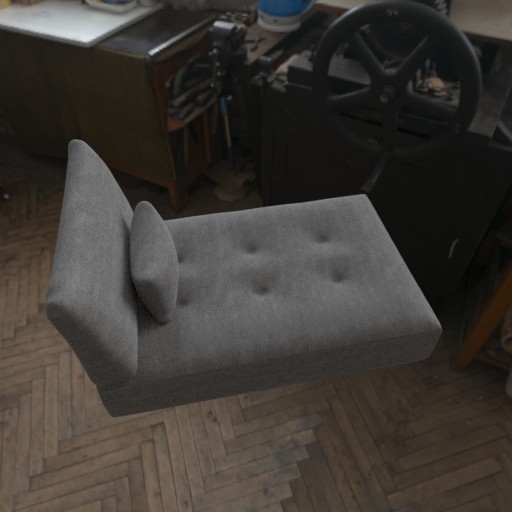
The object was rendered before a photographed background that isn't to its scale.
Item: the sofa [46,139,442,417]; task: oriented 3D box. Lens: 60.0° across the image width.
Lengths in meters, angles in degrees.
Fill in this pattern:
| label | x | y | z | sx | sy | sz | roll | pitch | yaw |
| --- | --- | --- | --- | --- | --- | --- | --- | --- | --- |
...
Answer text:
| label | x | y | z | sx | sy | sz | roll | pitch | yaw |
| --- | --- | --- | --- | --- | --- | --- | --- | --- | --- |
| sofa | 0.000 | 0.000 | 1.950 | 1.450 | 0.820 | 0.930 | -8 | 48 | -8 |
